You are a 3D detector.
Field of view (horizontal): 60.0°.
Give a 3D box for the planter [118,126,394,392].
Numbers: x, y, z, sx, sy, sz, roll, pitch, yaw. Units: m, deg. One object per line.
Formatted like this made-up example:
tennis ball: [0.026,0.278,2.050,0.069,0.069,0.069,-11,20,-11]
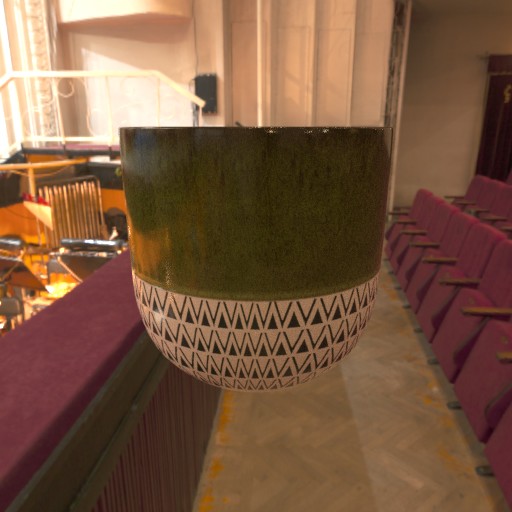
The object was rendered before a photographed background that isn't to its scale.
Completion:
planter: [0.000,0.000,0.483,0.266,0.270,0.266,0,16,0]
